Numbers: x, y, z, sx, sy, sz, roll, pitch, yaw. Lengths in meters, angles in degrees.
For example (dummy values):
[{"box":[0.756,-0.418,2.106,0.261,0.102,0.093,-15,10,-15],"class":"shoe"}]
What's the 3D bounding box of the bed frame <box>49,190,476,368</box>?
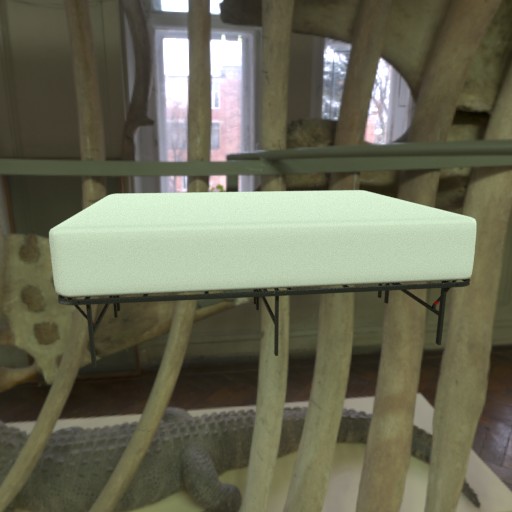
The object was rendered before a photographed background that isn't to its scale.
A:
[{"box":[0.000,0.000,2.830,2.037,0.677,1.528,-2,14,-8],"class":"bed frame"}]
